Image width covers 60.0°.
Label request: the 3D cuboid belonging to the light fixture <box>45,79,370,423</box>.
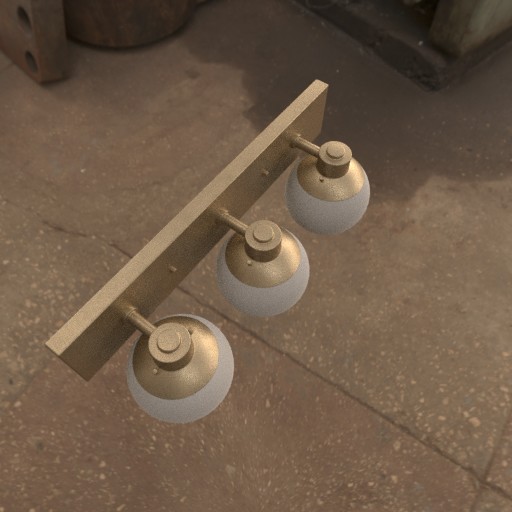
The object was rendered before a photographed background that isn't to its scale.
[{"bbox_3d":[0.000,0.000,0.857,0.218,0.263,0.721,32,64,18],"label":"light fixture"}]
